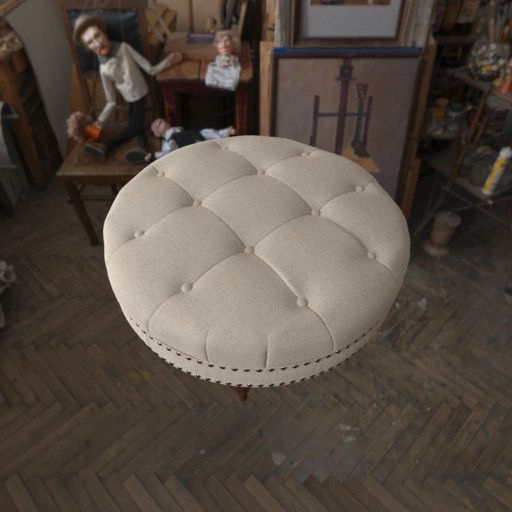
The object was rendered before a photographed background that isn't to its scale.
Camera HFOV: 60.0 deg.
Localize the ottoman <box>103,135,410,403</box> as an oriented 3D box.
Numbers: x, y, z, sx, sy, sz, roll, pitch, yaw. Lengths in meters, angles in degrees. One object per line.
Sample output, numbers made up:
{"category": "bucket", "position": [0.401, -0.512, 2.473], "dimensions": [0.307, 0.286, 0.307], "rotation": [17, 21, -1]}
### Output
{"category": "ottoman", "position": [0.000, 0.000, 1.484], "dimensions": [0.940, 0.483, 0.940], "rotation": [0, 46, 0]}
